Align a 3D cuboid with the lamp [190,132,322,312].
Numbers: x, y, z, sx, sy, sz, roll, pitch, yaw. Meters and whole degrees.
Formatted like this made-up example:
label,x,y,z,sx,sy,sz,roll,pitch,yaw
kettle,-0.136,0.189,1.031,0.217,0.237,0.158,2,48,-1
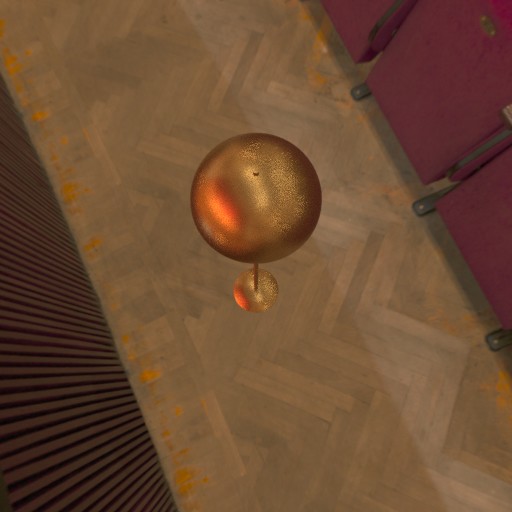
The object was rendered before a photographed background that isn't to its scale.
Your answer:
label,x,y,z,sx,sy,sz,roll,pitch,yaw
lamp,0.000,0.000,1.661,0.328,1.480,0.328,-22,77,-6
